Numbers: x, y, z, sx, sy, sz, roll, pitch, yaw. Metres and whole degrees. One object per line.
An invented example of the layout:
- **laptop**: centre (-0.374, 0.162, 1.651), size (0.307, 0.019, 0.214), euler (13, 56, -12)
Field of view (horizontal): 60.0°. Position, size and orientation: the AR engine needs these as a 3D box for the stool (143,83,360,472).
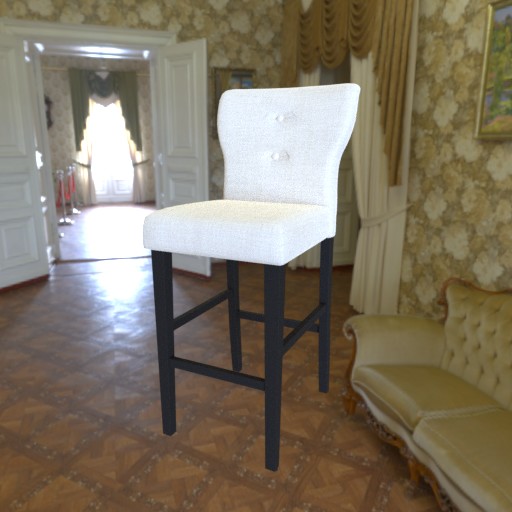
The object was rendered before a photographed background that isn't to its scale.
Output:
- **stool**: centre (0.000, 0.000, 1.474), size (0.516, 1.124, 0.603), euler (7, 15, 25)
